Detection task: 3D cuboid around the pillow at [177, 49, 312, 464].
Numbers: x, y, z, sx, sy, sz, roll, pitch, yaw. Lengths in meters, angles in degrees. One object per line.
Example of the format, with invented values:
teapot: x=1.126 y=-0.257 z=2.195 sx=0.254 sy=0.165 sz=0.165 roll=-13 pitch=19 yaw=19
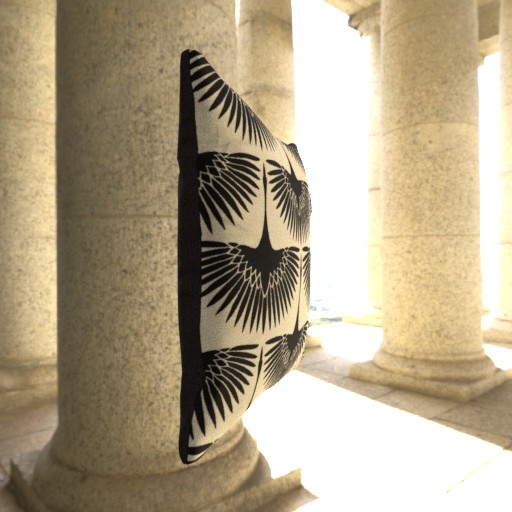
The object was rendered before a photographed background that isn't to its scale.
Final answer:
pillow: x=0.000 y=0.000 z=0.658 sx=0.139 sy=0.432 sz=0.432 roll=0 pitch=0 yaw=20
